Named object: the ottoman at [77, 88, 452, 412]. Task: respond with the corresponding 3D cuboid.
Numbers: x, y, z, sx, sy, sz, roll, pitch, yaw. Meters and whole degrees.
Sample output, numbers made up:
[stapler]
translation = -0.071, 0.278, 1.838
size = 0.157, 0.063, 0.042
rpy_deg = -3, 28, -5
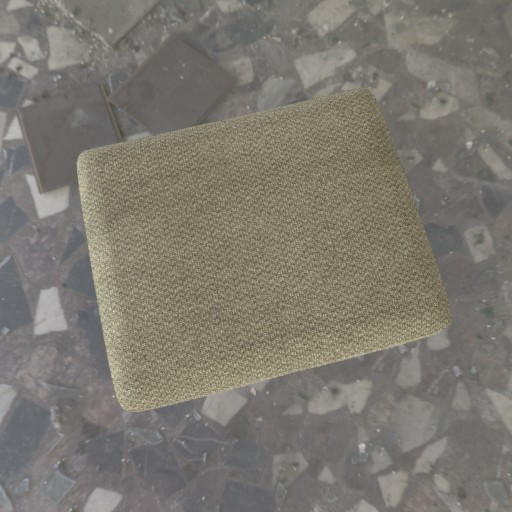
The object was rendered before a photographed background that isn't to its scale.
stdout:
[ottoman]
translation = 0.000, 0.000, 1.136
size = 0.751, 0.476, 0.603
rpy_deg = -14, 77, -3
